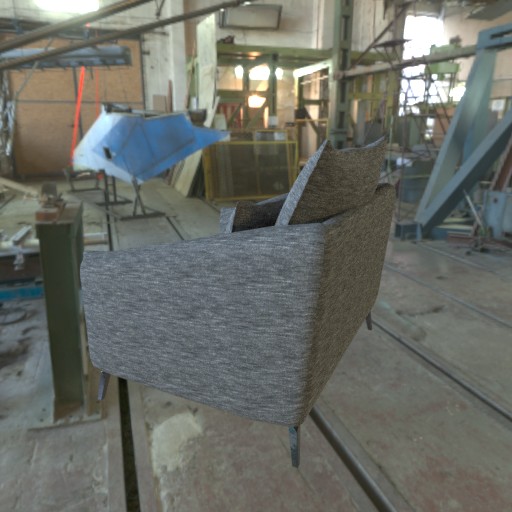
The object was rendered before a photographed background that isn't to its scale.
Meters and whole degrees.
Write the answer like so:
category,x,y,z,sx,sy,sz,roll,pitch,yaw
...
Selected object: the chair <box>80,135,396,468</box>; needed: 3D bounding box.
category,x,y,z,sx,sy,sz,roll,pitch,yaw
chair,0.000,0.000,1.602,0.805,0.842,1.004,8,18,25
